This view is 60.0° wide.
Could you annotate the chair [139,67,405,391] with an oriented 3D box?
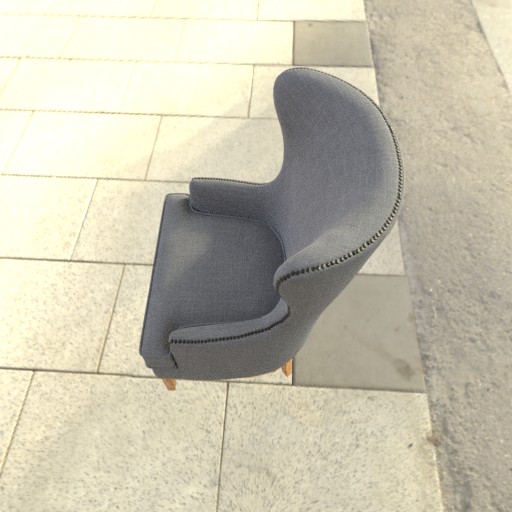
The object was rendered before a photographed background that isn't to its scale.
[{"bbox_3d":[0.000,0.000,1.815,0.883,1.176,0.864,1,57,1],"label":"chair"}]
